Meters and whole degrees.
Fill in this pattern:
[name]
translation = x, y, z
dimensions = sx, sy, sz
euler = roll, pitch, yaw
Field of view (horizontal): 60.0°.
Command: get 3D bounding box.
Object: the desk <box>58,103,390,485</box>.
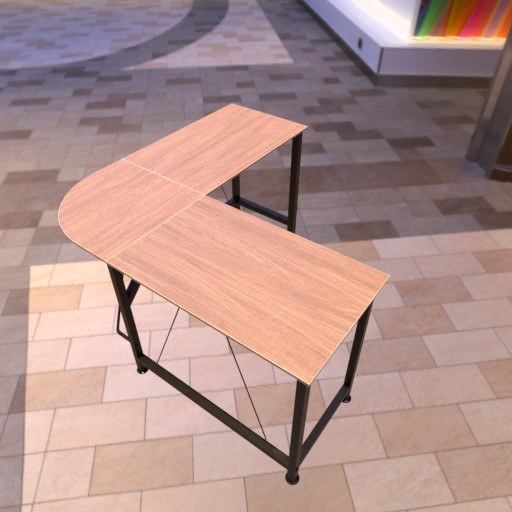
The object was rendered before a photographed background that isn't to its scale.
[desk]
translation = 0.000, 0.000, 2.207
dimensions = 1.400, 0.762, 1.400
euler = 26, 47, 27
